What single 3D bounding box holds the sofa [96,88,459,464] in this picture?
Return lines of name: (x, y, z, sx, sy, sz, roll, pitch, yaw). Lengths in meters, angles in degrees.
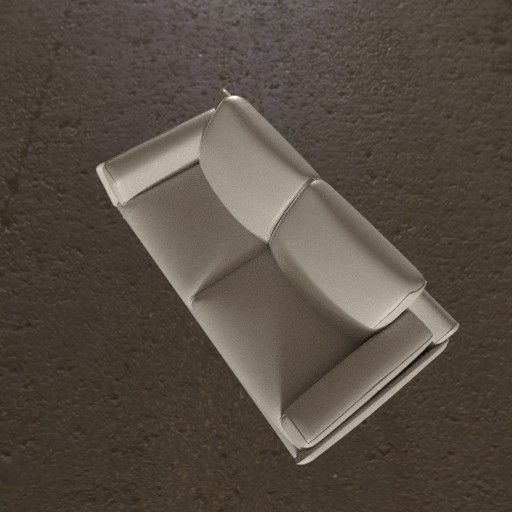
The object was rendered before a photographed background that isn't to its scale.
sofa: (0.000, 0.000, 2.605, 1.049, 0.930, 2.101, -33, 67, -16)
